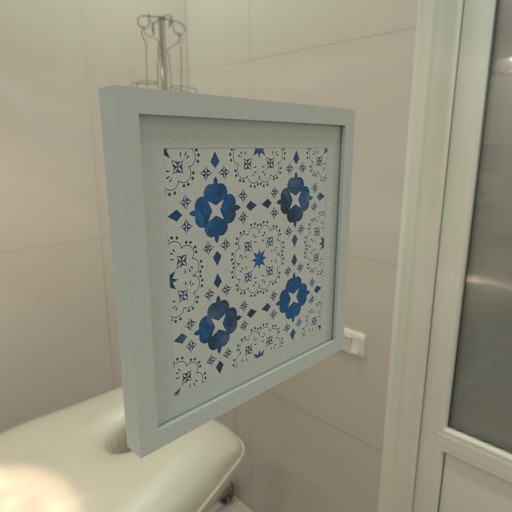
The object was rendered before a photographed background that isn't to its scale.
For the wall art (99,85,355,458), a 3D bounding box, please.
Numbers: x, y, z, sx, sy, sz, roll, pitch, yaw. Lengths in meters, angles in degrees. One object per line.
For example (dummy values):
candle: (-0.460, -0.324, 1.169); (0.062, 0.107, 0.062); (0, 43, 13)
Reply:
wall art: (0.000, 0.000, 0.536); (0.355, 0.355, 0.027); (-13, 19, -43)
